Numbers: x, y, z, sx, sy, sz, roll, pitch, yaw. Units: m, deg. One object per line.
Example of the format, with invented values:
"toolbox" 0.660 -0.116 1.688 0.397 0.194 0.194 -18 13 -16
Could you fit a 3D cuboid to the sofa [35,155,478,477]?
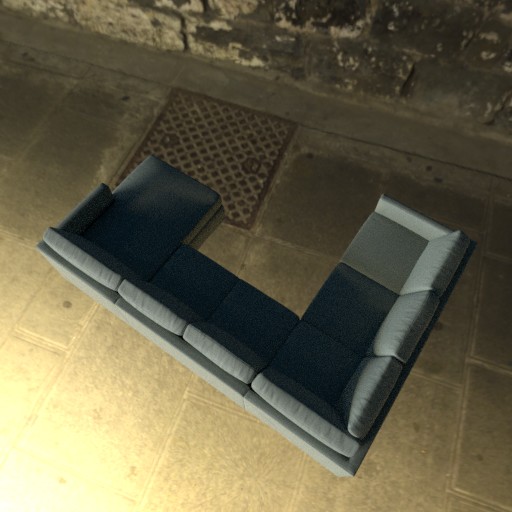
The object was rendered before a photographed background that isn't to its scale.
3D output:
"sofa" 0.000 0.000 4.407 3.460 0.882 2.427 32 67 15
